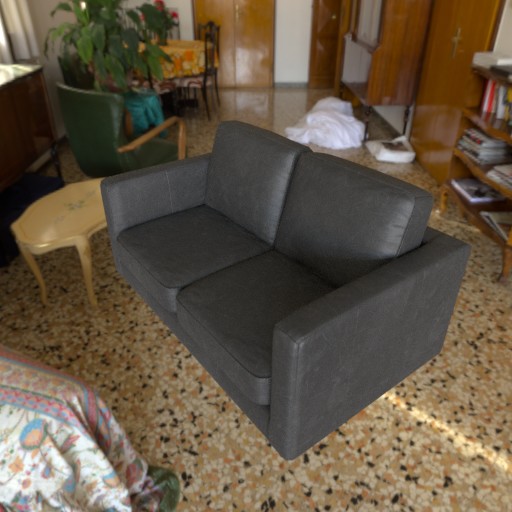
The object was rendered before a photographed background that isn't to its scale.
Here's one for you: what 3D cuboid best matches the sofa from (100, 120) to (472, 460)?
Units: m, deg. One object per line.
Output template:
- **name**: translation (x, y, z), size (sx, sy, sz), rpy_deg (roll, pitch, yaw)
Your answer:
- **sofa**: translation (0.000, 0.000, 1.974), size (0.879, 0.899, 1.430), rpy_deg (-22, 38, -31)
